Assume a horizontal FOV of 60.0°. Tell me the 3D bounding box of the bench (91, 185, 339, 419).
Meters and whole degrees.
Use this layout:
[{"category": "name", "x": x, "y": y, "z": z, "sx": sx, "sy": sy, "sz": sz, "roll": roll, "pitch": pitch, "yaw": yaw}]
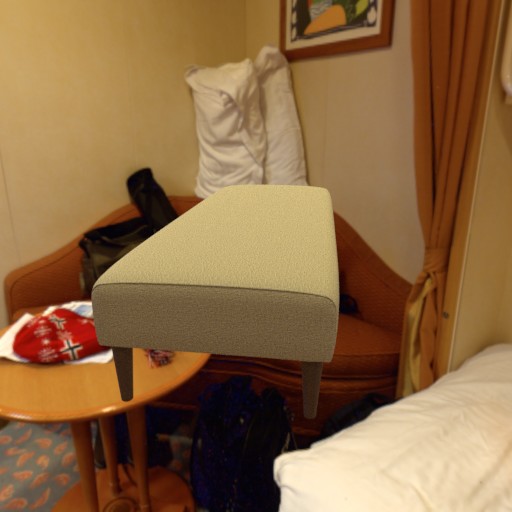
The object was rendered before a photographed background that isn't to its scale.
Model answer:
[{"category": "bench", "x": 0.000, "y": 0.000, "z": 1.864, "sx": 0.646, "sy": 0.393, "sz": 1.609, "roll": 2, "pitch": 18, "yaw": 8}]
